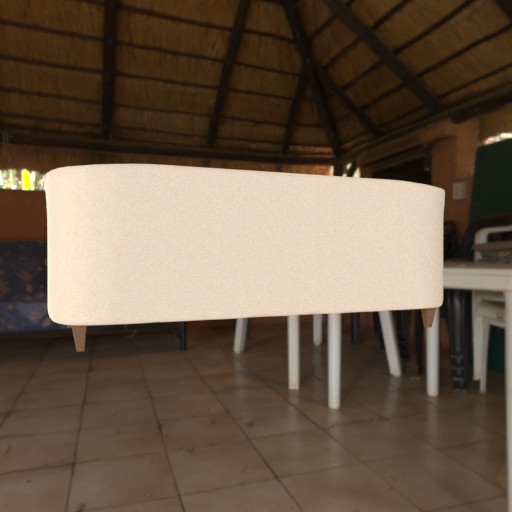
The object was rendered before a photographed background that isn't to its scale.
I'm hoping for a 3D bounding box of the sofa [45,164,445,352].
[{"bbox_3d":[0.000,0.000,2.670,2.278,0.855,0.941,0,0,-19],"label":"sofa"}]
